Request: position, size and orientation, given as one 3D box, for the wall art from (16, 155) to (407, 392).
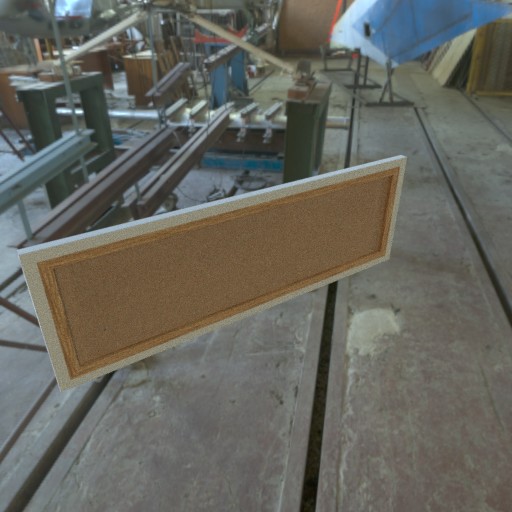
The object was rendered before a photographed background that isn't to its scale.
[{"bbox_3d":[0.000,0.000,1.667,1.520,0.507,0.039,-18,35,-28],"label":"wall art"}]
